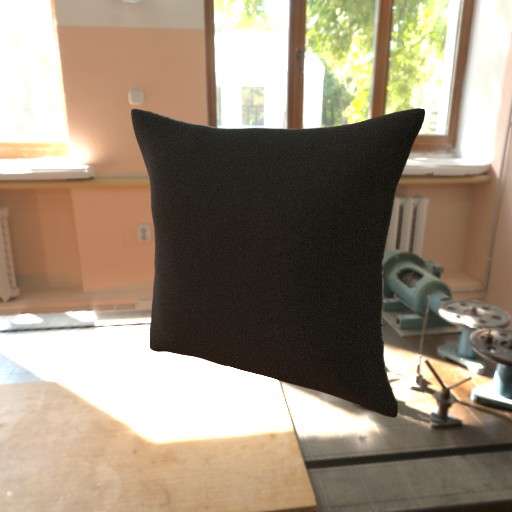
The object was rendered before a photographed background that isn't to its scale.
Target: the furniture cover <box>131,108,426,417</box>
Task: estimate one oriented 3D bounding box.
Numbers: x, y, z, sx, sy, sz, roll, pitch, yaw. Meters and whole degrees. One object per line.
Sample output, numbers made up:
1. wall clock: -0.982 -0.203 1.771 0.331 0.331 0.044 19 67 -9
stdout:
1. furniture cover: 0.000 0.000 0.778 0.525 0.498 0.180 9 19 26
